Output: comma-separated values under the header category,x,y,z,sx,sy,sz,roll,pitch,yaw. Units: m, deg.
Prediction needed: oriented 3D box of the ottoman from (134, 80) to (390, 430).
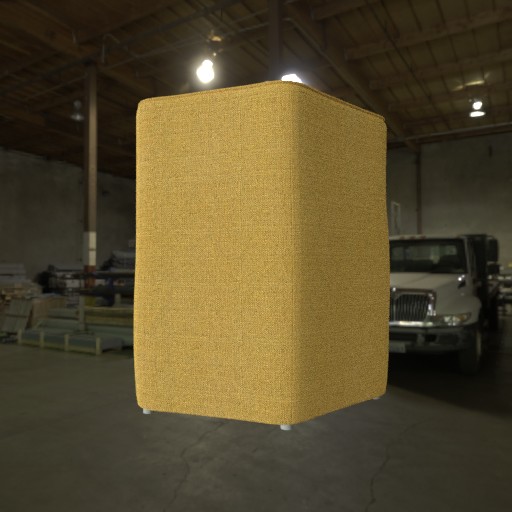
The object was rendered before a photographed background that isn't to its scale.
category,x,y,z,sx,sy,sz,roll,pitch,yaw
ottoman,0.000,0.000,0.856,0.494,0.502,0.443,-1,-2,18
